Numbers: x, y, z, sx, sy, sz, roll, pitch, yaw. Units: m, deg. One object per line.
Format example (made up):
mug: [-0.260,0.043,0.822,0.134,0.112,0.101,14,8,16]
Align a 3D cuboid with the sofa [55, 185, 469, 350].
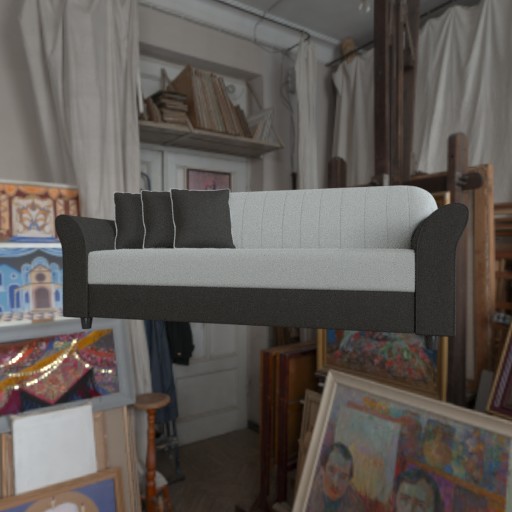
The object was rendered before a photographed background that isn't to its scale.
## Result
sofa: [0.000,0.000,2.412,2.001,0.787,0.755,0,1,17]
